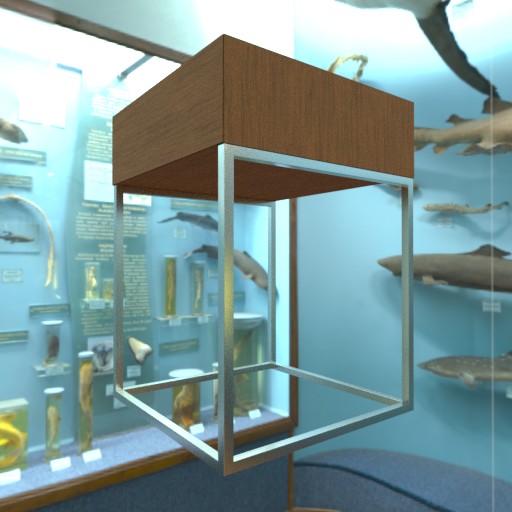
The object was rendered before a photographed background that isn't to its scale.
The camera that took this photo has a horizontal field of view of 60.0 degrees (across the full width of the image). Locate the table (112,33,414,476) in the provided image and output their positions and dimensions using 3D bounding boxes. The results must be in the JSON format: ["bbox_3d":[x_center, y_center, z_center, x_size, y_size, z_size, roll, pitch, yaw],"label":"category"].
[{"bbox_3d":[0.000,0.000,0.817,0.398,0.540,0.397,0,-1,-37],"label":"table"}]
